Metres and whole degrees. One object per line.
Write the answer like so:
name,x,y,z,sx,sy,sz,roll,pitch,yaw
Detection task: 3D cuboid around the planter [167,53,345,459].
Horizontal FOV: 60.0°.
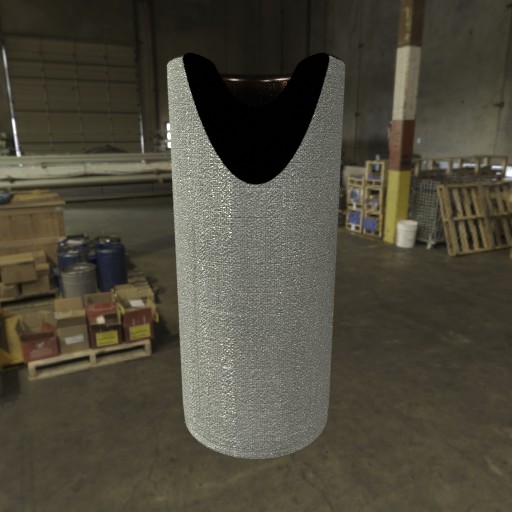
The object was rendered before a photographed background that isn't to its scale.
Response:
planter,0.000,0.000,0.128,0.045,0.103,0.045,-7,17,-26
